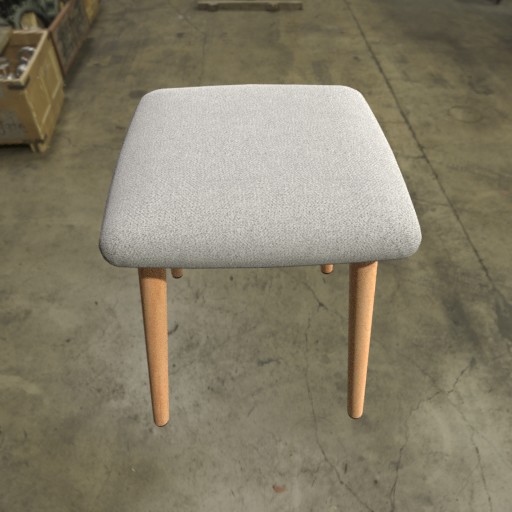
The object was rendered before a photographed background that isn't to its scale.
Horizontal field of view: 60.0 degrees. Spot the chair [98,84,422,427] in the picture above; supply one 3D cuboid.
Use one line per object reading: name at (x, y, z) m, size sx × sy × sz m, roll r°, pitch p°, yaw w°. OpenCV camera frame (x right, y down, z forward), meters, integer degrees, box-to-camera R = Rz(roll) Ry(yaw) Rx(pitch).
chair at (0.000, 0.000, 0.688) m, size 0.350 × 0.440 × 0.350 m, roll -2°, pitch 46°, yaw -2°
